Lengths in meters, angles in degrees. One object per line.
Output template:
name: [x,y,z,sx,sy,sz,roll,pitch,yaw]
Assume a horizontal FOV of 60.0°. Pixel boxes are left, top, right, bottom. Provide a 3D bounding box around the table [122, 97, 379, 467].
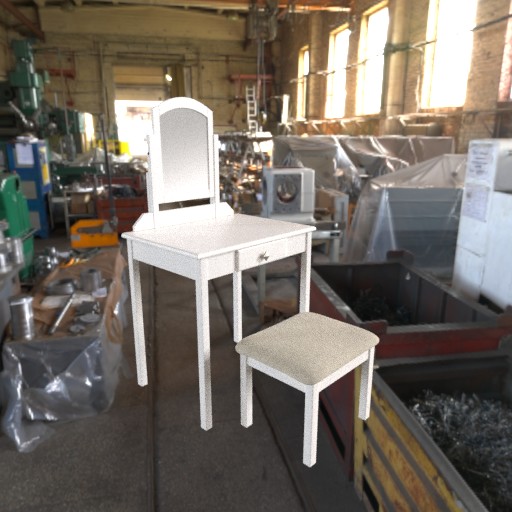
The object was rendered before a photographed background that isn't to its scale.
table: [0.000,0.000,2.320,1.211,1.631,0.876,14,21,42]
